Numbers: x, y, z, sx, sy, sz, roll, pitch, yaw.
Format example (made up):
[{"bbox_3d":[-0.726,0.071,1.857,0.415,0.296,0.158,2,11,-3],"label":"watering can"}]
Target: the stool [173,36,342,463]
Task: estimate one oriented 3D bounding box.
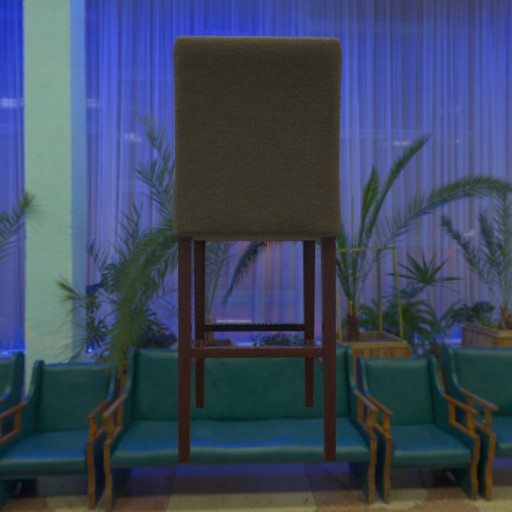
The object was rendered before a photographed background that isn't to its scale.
[{"bbox_3d":[0.000,0.000,1.342,0.470,1.078,0.577,0,0,-1],"label":"stool"}]
